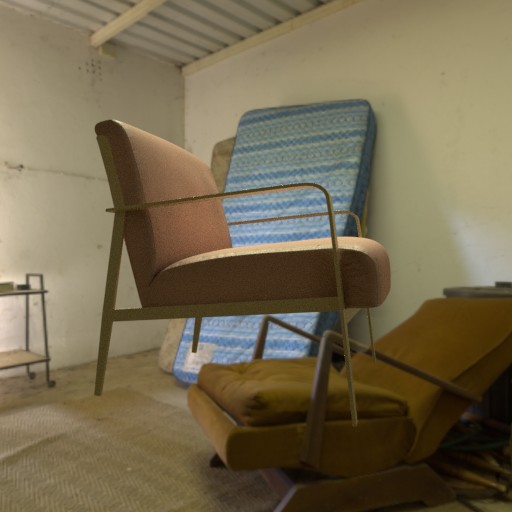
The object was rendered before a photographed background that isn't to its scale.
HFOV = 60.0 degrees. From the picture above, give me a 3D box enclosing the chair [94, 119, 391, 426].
[{"bbox_3d":[0.000,0.000,1.479,0.848,0.823,0.701,0,0,19],"label":"chair"}]
